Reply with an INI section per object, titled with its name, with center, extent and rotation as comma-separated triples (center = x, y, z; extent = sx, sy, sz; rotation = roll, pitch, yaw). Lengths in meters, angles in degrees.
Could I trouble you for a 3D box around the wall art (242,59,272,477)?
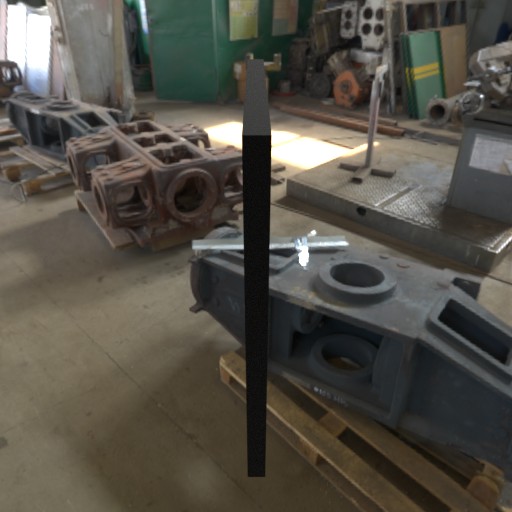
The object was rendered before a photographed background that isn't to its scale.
[wall art]
center = 0.000, 0.000, 0.763
extent = 0.029, 0.559, 0.457
rotation = 0, 32, 0
